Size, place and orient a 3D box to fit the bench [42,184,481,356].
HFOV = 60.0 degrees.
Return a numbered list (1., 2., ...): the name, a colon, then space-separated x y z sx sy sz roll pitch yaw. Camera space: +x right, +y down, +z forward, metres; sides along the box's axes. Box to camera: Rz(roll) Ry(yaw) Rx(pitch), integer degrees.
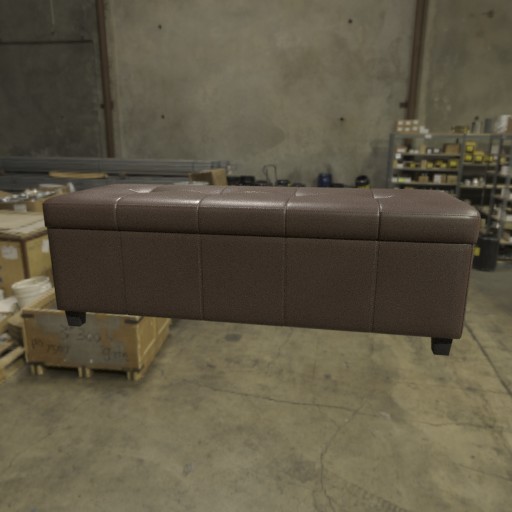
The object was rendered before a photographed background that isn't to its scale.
1. bench: 0.000 0.000 1.441 1.219 0.417 0.450 3 15 10
